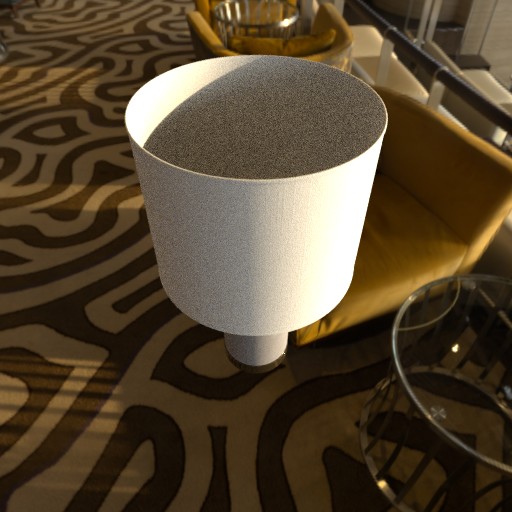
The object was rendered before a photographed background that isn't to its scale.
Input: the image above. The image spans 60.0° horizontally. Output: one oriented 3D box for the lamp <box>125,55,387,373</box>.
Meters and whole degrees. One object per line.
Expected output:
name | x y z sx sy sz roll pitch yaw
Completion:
lamp | 0.000 0.000 0.528 0.229 0.380 0.229 0 45 0
